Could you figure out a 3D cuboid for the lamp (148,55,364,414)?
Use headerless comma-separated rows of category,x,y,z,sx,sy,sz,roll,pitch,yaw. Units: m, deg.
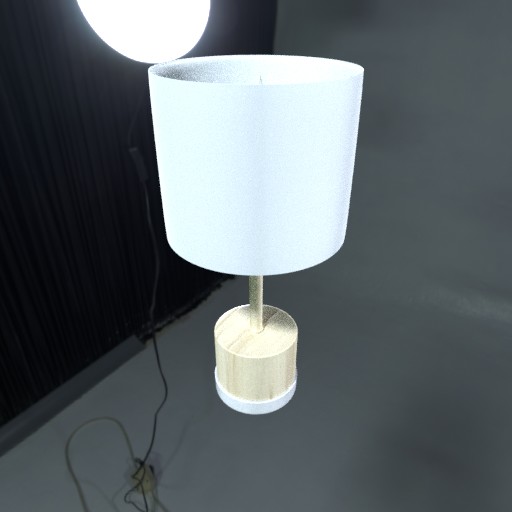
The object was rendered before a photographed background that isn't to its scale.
lamp,0.000,0.000,0.594,0.229,0.470,0.229,18,35,28
